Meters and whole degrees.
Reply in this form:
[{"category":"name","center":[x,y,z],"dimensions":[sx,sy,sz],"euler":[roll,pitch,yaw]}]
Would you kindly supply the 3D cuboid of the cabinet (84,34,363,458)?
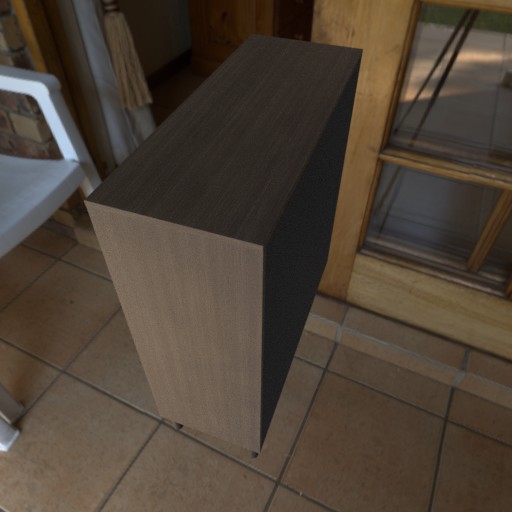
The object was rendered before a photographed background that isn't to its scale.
[{"category":"cabinet","center":[0.000,0.000,1.633],"dimensions":[0.400,1.170,1.010],"euler":[15,48,14]}]
